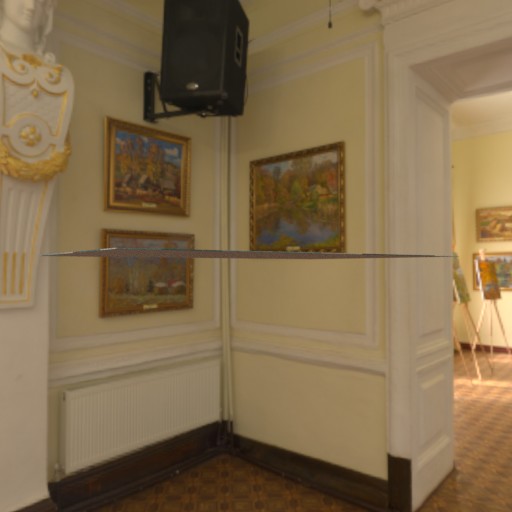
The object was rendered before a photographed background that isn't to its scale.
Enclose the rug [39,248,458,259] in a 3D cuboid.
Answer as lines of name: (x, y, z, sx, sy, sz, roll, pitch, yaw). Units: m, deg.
rug: (0.000, 0.000, 3.008, 2.420, 0.005, 1.528, 1, -2, -36)
